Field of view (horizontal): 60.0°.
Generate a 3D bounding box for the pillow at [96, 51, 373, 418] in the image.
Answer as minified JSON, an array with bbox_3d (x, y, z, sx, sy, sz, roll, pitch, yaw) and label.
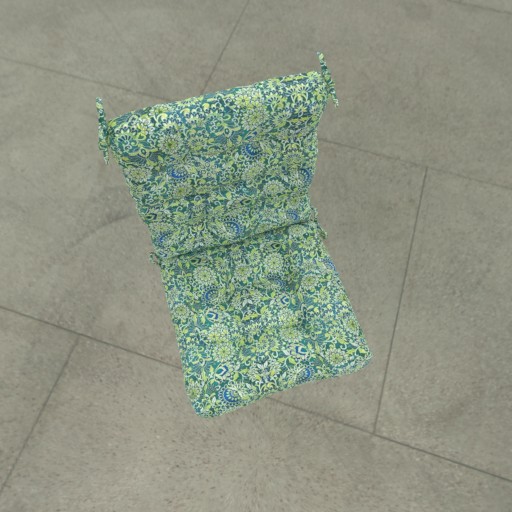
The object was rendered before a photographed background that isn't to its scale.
[{"bbox_3d":[0.000,0.000,1.026,0.519,0.605,0.571,-16,66,-7],"label":"pillow"}]
